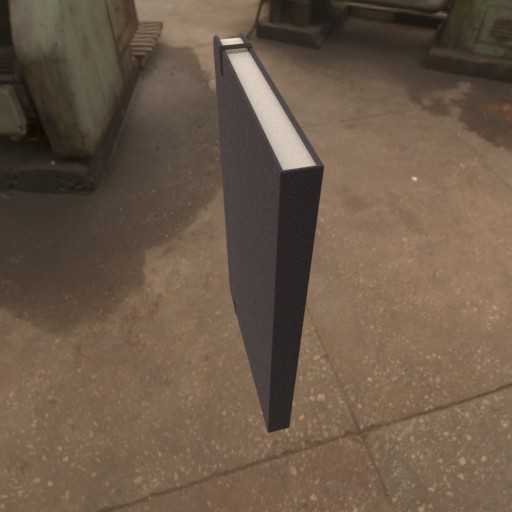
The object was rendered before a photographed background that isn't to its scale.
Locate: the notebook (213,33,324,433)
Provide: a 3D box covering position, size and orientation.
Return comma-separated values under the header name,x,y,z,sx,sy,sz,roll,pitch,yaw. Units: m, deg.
name,x,y,z,sx,sy,sz,roll,pitch,yaw
notebook,0.000,0.000,0.264,0.016,0.213,0.127,-10,47,-10
